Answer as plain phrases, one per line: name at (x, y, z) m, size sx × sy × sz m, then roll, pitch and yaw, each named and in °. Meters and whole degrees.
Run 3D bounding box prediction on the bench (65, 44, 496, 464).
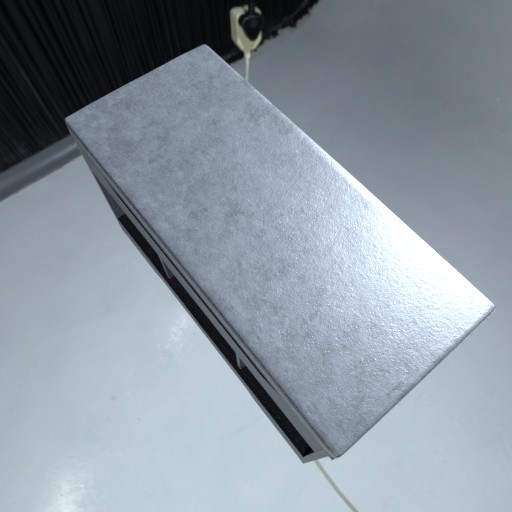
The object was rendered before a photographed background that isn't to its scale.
bench at (0.000, 0.000, 1.121) m, size 0.401 × 0.501 × 0.905 m, roll -36°, pitch 69°, yaw -16°
